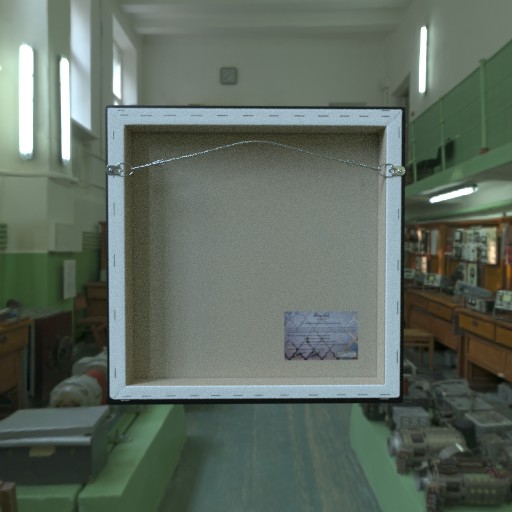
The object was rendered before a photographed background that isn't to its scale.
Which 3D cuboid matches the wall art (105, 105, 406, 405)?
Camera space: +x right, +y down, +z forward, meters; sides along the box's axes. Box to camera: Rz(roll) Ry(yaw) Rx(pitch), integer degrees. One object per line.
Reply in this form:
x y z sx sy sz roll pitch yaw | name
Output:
0.000 0.000 0.617 0.406 0.407 0.041 0 1 -1 | wall art
